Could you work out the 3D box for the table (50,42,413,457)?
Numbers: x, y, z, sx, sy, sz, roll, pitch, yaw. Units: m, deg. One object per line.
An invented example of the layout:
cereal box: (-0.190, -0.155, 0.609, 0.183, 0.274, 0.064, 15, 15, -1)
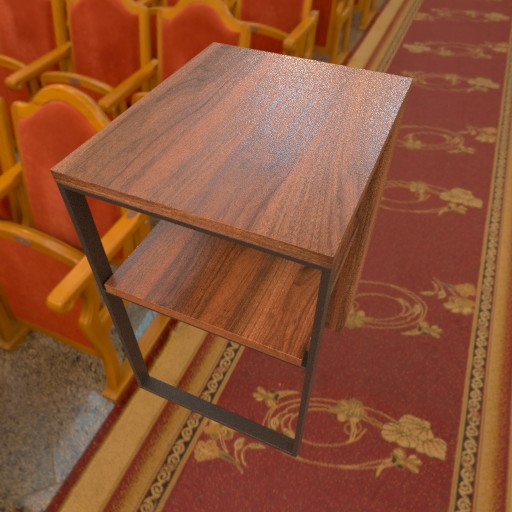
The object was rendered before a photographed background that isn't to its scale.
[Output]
table: (0.000, 0.000, 1.523, 0.660, 1.041, 0.786, 18, 49, 16)
